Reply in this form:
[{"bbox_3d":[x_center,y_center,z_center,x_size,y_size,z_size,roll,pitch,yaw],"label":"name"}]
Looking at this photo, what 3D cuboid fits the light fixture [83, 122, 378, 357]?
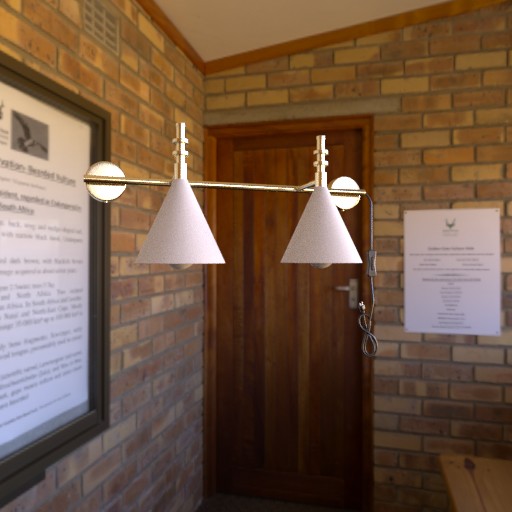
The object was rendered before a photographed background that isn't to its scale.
[{"bbox_3d":[0.000,0.000,0.869,0.642,0.468,0.239,0,0,-18],"label":"light fixture"}]
